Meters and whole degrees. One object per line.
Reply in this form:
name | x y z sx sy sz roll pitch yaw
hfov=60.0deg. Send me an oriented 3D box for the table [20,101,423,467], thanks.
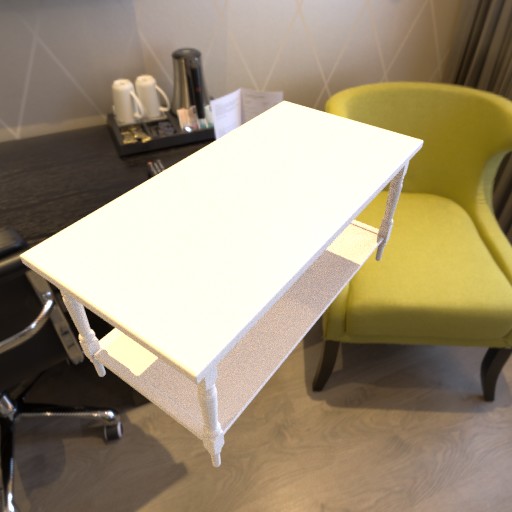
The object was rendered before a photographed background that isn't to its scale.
table | 0.000 0.000 1.406 0.550 0.510 1.107 26 48 26
